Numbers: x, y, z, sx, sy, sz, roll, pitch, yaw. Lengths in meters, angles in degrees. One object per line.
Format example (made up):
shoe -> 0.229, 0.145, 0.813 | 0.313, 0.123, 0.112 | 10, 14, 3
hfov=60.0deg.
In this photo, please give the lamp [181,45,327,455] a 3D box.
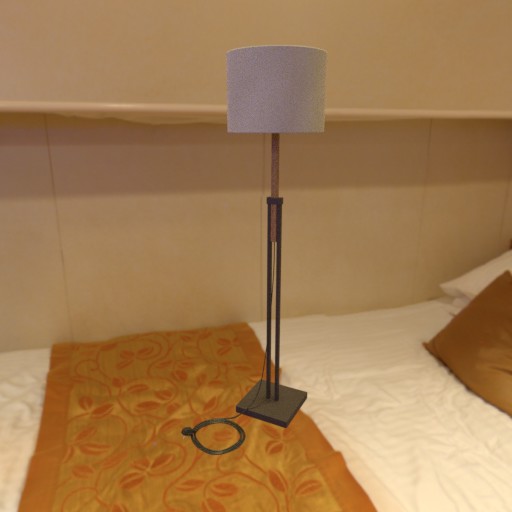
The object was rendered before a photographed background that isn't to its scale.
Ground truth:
lamp -> 0.000, 0.000, 1.938 | 0.474, 1.650, 0.639 | 8, 18, 26
